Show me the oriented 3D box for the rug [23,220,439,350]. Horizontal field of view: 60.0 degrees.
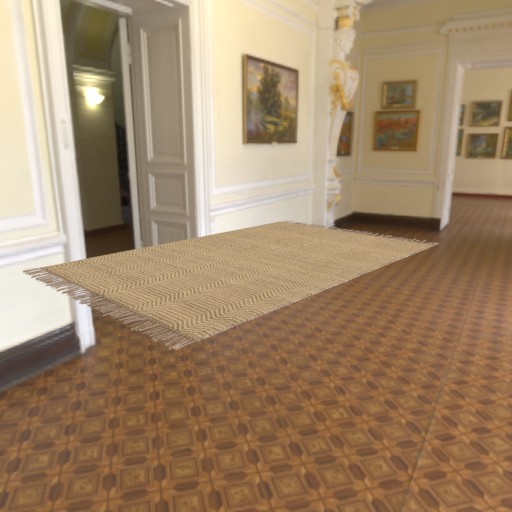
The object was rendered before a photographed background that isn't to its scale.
[{"bbox_3d":[0.000,0.000,2.437,1.224,0.027,2.021,13,19,42],"label":"rug"}]
